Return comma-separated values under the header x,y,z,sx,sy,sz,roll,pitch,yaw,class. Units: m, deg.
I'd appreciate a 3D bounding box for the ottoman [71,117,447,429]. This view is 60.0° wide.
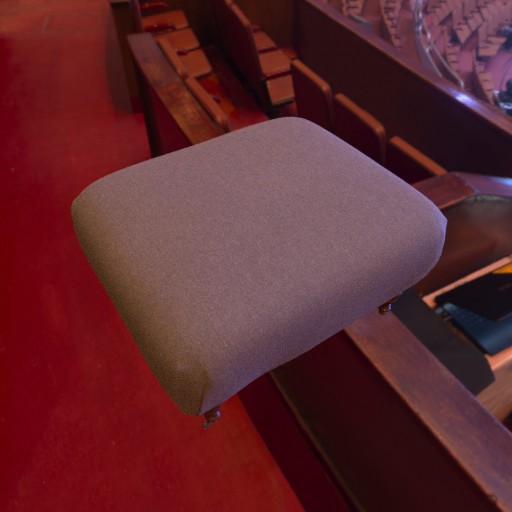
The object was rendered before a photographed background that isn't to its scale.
x,y,z,sx,sy,sz,roll,pitch,yaw,class
0.000,0.000,1.150,0.747,0.450,0.622,-26,51,-23,ottoman
